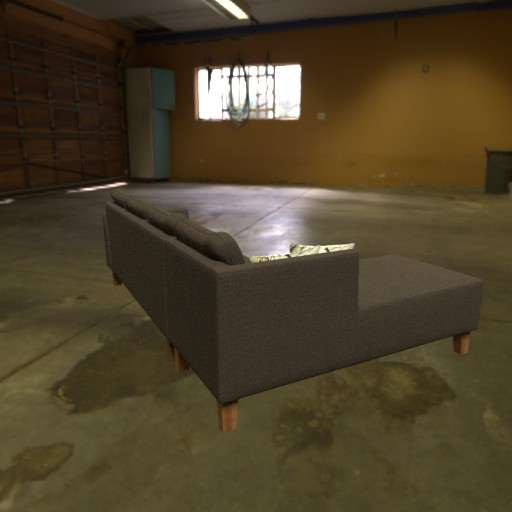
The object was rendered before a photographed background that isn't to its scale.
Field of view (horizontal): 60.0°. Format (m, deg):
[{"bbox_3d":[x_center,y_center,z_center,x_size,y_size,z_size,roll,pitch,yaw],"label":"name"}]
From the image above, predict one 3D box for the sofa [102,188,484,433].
[{"bbox_3d":[0.000,0.000,3.479,1.829,0.932,2.679,-8,16,-27],"label":"sofa"}]
